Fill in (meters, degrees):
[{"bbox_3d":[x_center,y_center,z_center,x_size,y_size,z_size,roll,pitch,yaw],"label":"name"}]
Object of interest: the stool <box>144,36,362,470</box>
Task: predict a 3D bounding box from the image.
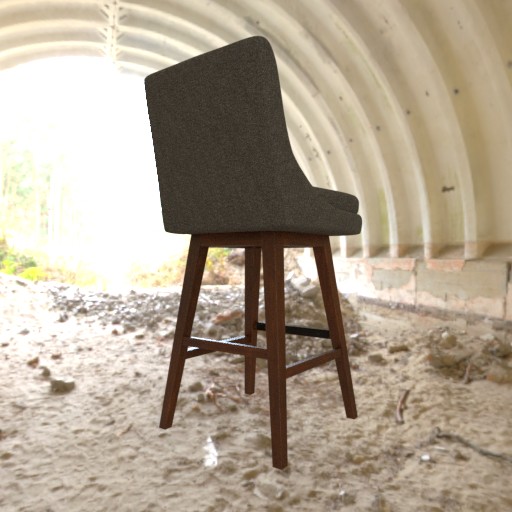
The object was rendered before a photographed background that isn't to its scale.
[{"bbox_3d":[0.000,0.000,1.392,0.489,1.068,0.572,0,0,37],"label":"stool"}]
